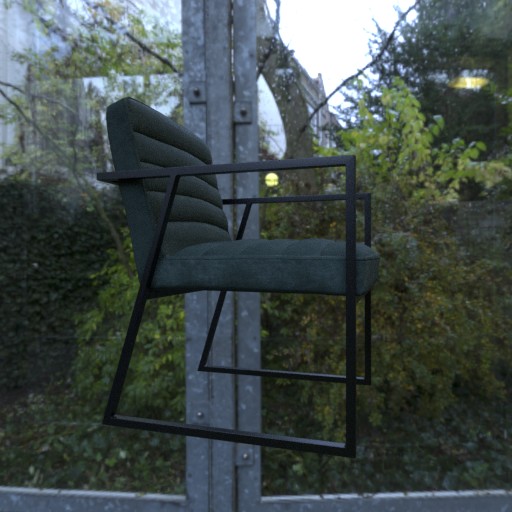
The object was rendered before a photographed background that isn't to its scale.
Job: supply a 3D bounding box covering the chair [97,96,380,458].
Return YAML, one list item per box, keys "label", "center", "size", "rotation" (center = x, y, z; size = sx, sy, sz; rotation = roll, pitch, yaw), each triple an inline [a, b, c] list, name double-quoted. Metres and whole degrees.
- label: "chair"
  center: [0.000, 0.000, 1.272]
  size: [0.677, 0.833, 0.571]
  rotation: [0, 0, 18]
